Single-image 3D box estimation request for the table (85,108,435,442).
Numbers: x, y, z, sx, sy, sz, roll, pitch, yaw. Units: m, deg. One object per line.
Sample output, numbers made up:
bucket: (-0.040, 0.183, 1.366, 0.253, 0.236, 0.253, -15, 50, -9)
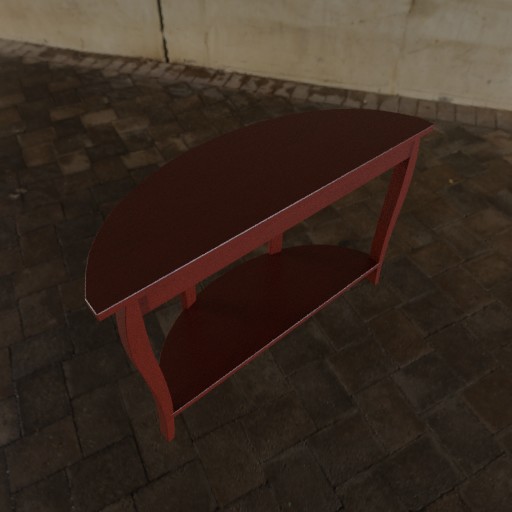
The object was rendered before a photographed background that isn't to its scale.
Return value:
table: (0.000, 0.000, 1.597, 1.219, 0.779, 0.405, -31, 54, -26)
